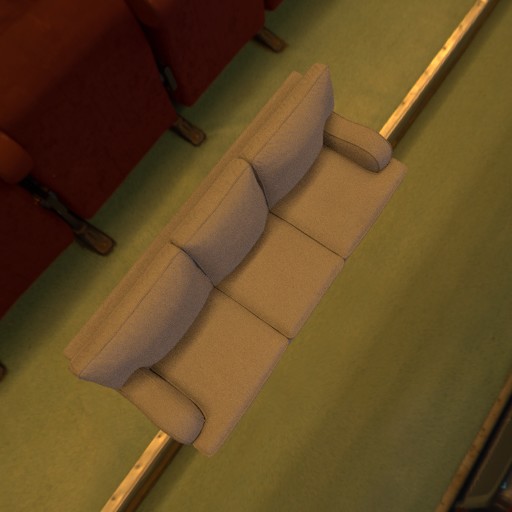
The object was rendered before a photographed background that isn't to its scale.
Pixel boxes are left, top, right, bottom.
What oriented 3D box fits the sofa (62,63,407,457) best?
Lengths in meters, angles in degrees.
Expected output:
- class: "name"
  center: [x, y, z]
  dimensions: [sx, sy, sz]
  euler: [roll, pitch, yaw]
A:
- class: "sofa"
  center: [0.000, 0.000, 2.876]
  dimensions: [1.016, 0.991, 2.323]
  euler: [34, 76, 10]
